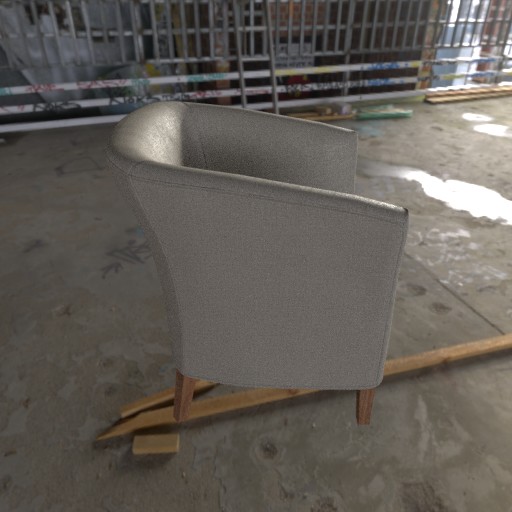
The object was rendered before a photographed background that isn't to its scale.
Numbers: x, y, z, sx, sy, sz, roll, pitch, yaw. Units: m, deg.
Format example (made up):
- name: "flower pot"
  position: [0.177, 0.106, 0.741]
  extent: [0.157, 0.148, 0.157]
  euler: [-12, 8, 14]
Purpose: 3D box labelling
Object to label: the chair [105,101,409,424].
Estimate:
- name: "chair"
  position: [0.000, 0.000, 1.269]
  extent: [0.668, 0.771, 0.600]
  euler: [0, 32, 0]
